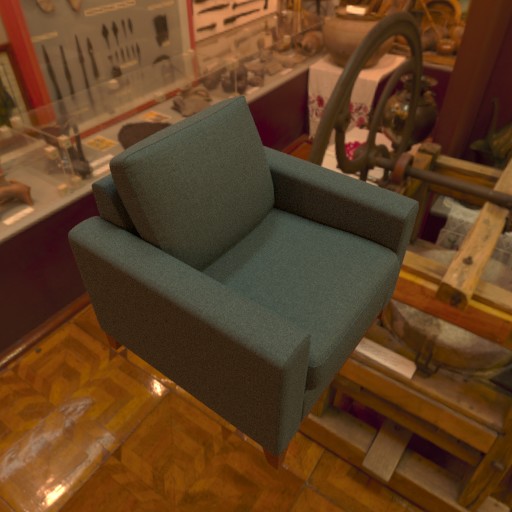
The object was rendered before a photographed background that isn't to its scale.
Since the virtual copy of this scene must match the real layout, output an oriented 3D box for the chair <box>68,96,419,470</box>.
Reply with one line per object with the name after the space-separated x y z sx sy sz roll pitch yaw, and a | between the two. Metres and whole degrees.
0.000 0.000 1.876 1.038 1.010 1.024 26 48 27 | chair
